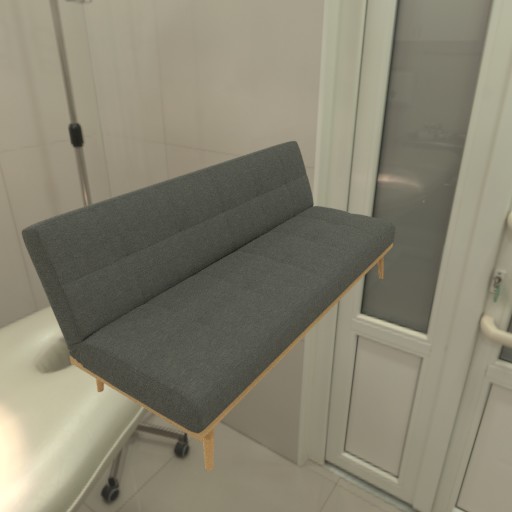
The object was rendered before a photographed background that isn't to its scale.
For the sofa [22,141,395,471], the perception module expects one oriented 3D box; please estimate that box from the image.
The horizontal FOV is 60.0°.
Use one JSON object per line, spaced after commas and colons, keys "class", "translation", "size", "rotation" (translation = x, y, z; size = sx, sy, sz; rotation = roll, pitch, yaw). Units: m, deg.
{"class": "sofa", "translation": [0.000, 0.000, 2.171], "size": [0.820, 0.770, 1.820], "rotation": [17, 30, 31]}
